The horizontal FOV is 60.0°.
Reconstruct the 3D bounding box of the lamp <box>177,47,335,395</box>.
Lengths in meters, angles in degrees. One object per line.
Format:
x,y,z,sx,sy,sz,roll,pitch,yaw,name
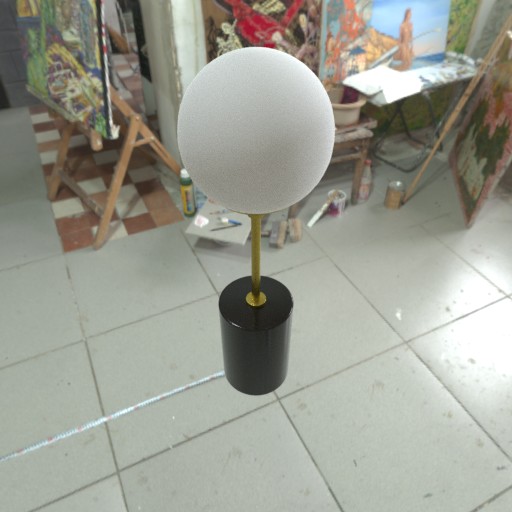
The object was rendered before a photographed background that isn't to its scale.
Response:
0.000,0.000,0.546,0.153,0.480,0.153,0,42,0,lamp
